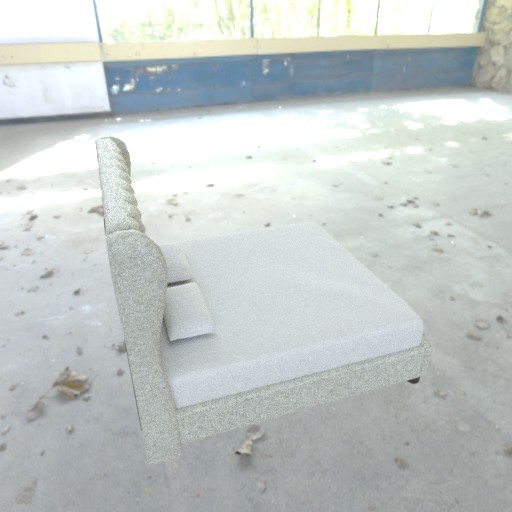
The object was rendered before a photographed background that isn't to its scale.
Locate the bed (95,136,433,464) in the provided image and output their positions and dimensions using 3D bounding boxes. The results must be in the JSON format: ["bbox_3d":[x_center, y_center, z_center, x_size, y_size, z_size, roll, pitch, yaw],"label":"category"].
[{"bbox_3d":[0.000,0.000,3.859,2.347,1.771,2.219,-10,31,-17],"label":"bed"}]
